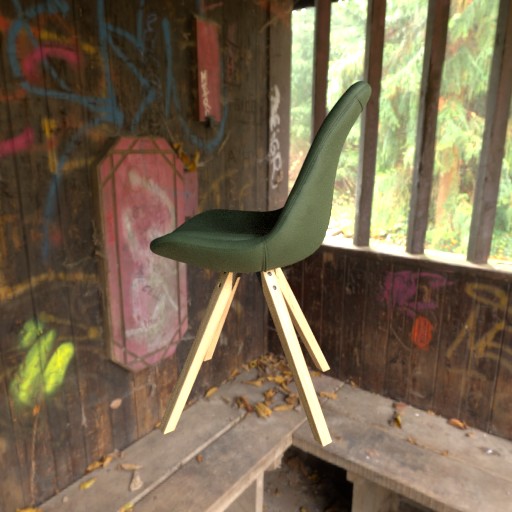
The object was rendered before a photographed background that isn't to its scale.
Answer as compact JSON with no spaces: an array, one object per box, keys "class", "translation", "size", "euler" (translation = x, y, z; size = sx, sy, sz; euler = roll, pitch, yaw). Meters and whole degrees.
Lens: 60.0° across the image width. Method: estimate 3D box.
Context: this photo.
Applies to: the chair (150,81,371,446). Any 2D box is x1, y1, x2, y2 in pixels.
[{"class":"chair","translation":[0.000,0.000,1.221],"size":[0.547,0.865,0.483],"euler":[2,15,8]}]
